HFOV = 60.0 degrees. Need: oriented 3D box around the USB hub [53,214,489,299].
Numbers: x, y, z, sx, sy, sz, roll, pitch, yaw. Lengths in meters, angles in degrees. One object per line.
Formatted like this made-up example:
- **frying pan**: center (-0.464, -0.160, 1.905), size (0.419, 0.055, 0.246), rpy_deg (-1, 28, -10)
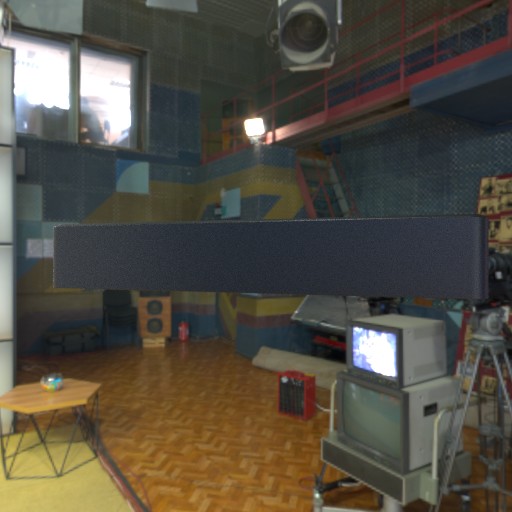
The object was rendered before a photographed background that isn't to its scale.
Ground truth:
- **USB hub**: center (0.000, 0.000, 0.160), size (0.145, 0.023, 0.044), rpy_deg (0, 0, 17)
